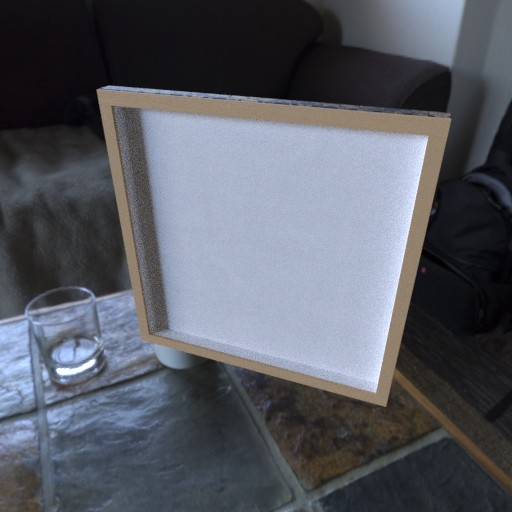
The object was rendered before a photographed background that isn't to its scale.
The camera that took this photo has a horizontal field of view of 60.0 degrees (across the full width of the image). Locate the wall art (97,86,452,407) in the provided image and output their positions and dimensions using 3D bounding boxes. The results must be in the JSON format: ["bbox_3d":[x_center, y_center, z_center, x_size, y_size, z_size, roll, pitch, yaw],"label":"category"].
[{"bbox_3d":[0.000,0.000,0.899,0.612,0.612,0.038,11,33,17],"label":"wall art"}]
